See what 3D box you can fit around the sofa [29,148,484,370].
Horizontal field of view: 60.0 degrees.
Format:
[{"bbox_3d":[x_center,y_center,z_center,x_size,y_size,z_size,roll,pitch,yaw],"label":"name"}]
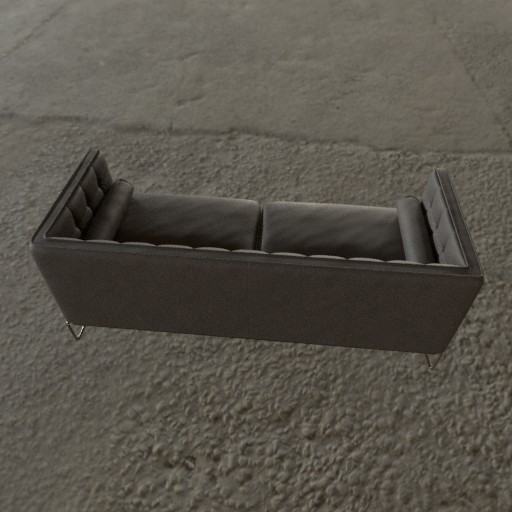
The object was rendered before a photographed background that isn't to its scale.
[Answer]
[{"bbox_3d":[0.000,0.000,2.521,2.087,0.789,0.867,4,46,4],"label":"sofa"}]
